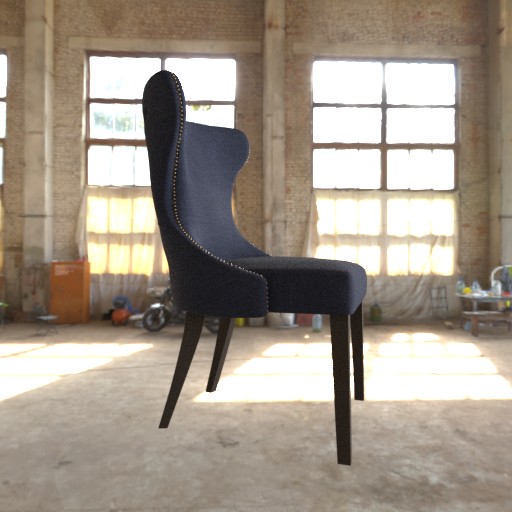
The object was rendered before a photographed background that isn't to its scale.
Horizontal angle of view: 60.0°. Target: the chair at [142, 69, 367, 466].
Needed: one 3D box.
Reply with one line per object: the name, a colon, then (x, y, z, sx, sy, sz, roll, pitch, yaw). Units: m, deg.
chair: (0.000, 0.000, 1.353, 0.635, 0.967, 0.628, 0, 0, 17)
